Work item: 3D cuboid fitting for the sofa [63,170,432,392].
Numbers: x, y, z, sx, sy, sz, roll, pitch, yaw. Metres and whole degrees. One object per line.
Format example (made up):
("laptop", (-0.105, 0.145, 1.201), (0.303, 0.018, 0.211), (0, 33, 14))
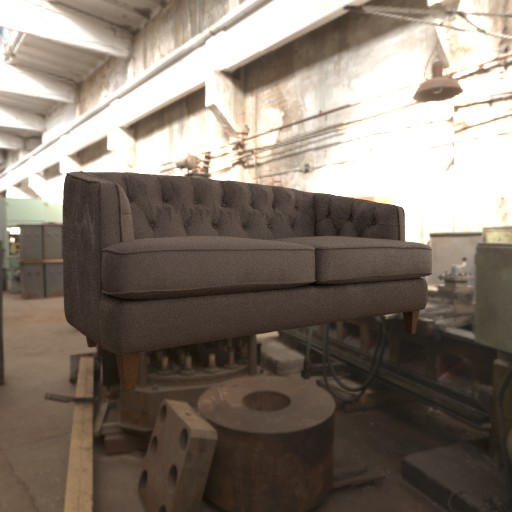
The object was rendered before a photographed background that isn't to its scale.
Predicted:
("sofa", (0.000, 0.000, 2.229), (1.733, 0.855, 0.941), (-1, 2, -36))
